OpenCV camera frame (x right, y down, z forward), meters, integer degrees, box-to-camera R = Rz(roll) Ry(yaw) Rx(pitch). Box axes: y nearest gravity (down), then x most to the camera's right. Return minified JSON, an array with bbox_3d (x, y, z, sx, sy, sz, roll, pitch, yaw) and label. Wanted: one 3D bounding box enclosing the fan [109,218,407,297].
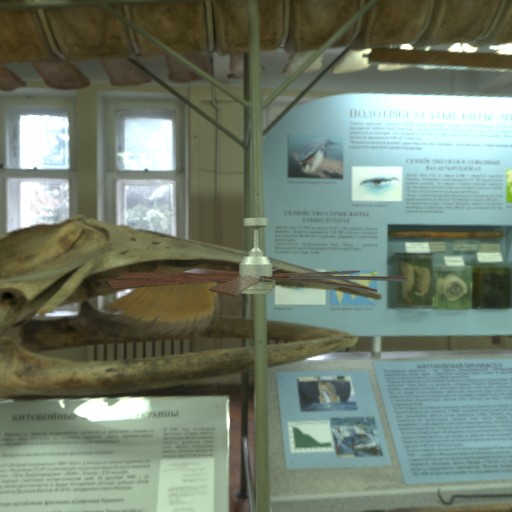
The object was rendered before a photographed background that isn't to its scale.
[{"bbox_3d":[0.000,0.000,2.812,1.830,0.472,1.830,-1,2,-36],"label":"fan"}]
